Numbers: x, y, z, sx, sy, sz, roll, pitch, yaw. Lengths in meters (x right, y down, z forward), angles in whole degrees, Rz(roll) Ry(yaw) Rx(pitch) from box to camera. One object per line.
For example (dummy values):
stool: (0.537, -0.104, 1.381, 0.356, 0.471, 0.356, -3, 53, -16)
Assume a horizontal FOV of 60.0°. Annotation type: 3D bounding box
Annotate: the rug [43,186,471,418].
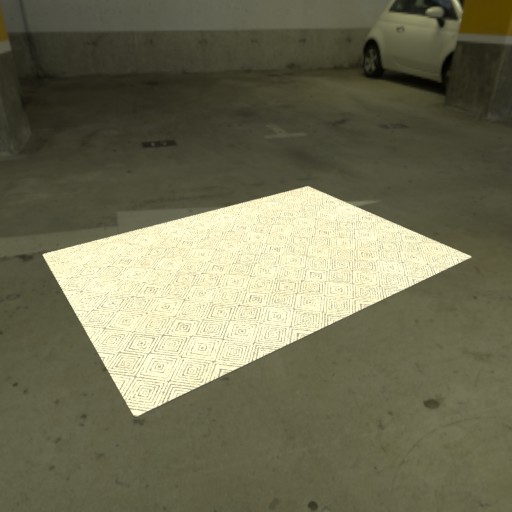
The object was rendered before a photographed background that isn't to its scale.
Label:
rug: (0.000, 0.000, 2.833, 2.238, 0.008, 1.593, -18, 34, -30)
